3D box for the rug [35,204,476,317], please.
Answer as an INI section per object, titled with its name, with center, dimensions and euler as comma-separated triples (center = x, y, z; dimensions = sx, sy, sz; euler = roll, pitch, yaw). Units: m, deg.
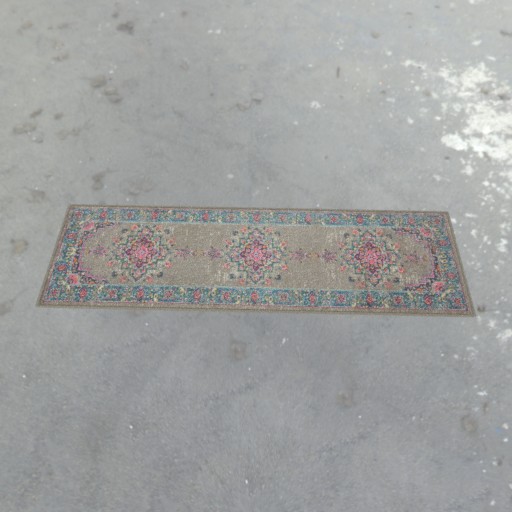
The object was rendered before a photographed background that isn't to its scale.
[rug]
center = 0.000, 0.000, 1.980
dimensions = 1.827, 0.012, 0.553
euler = 1, 57, 1
